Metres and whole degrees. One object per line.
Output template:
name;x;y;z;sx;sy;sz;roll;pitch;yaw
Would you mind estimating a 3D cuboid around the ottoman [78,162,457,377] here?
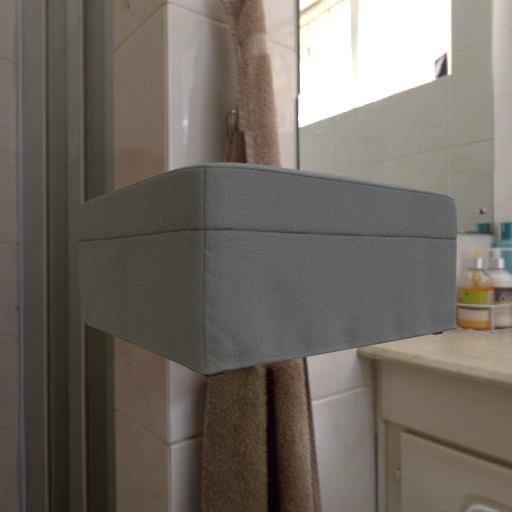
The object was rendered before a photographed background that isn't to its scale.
ottoman;0.000;0.000;1.337;0.843;0.441;0.842;0;0;-36
